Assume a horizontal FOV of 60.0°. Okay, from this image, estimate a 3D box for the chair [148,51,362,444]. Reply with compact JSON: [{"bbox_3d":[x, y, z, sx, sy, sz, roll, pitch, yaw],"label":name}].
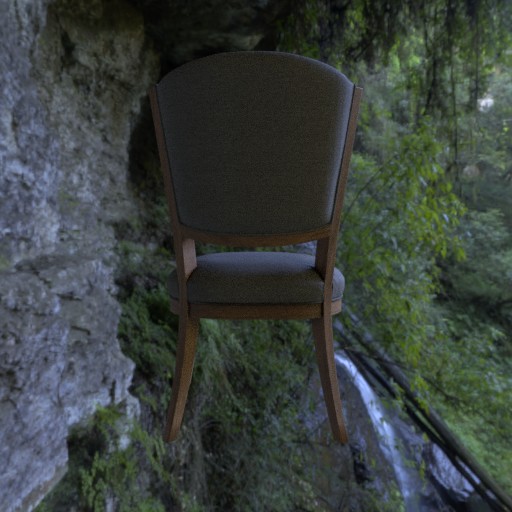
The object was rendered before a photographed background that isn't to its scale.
[{"bbox_3d":[0.000,0.000,1.241,0.513,0.905,0.584,0,1,1],"label":"chair"}]
